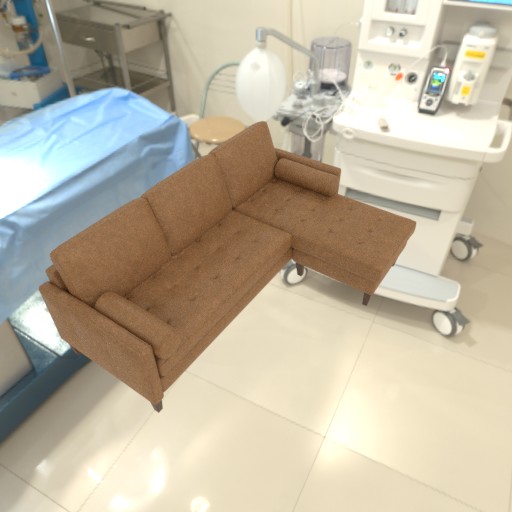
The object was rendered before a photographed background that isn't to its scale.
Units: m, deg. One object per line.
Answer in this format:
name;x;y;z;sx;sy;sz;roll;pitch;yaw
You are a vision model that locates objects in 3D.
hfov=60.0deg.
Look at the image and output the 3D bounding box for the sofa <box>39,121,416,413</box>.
sofa;0.000;0.000;2.951;1.506;0.876;2.178;24;47;25
